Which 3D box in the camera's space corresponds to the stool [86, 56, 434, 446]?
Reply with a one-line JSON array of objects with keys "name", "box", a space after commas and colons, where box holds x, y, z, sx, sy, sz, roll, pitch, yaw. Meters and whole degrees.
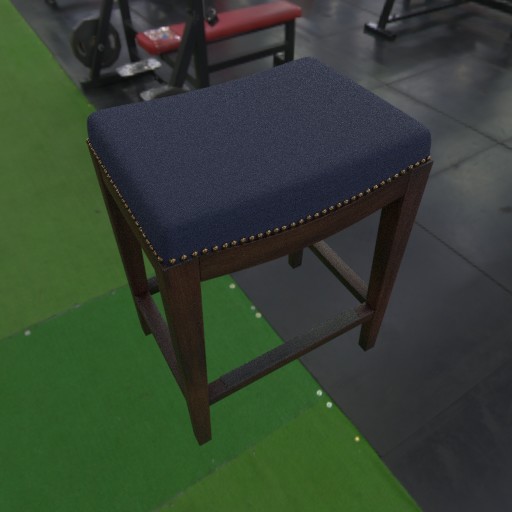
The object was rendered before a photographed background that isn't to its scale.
[{"name": "stool", "box": [0.000, 0.000, 0.944, 0.500, 0.642, 0.361, -23, 51, -20]}]
